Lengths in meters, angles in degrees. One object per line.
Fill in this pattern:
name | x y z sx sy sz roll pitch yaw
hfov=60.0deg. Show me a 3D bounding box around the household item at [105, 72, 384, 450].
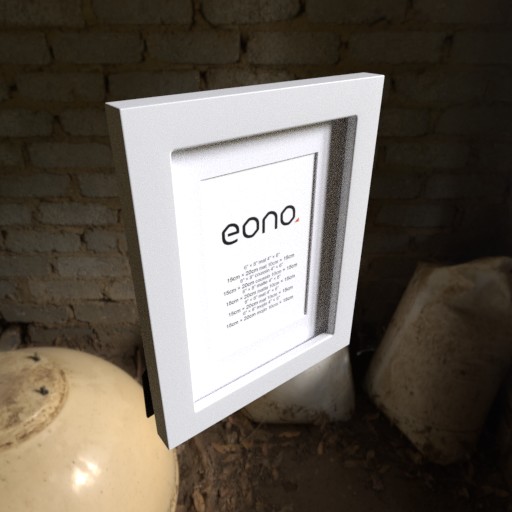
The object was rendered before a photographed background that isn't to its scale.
household item | 0.000 0.000 0.342 0.200 0.250 0.045 -21 35 -32
